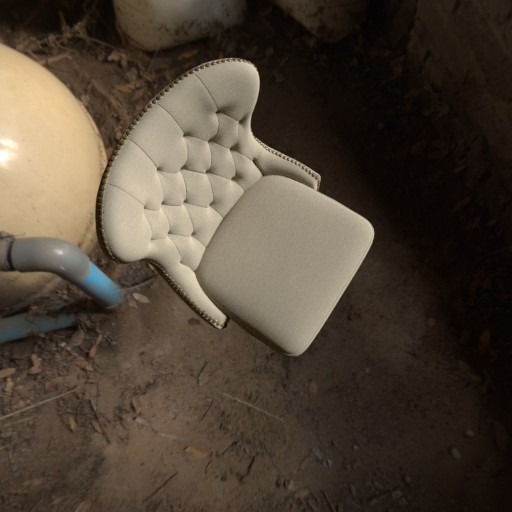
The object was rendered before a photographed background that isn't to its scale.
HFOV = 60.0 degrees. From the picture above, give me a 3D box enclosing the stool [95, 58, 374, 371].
[{"bbox_3d":[0.000,0.000,1.376,0.605,1.066,0.528,33,78,8],"label":"stool"}]
